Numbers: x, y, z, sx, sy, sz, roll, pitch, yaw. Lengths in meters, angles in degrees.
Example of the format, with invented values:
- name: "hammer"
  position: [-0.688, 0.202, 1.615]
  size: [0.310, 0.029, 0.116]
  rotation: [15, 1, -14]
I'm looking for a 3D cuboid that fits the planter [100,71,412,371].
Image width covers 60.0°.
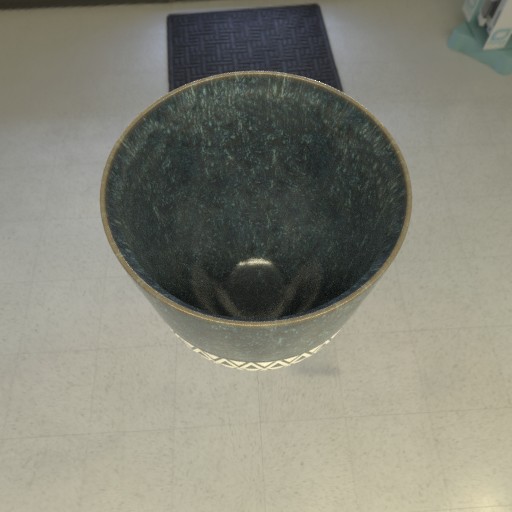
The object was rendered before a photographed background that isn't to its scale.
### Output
- name: "planter"
  position: [0.000, 0.000, 0.374]
  size: [0.195, 0.214, 0.195]
  rotation: [0, 63, 0]
